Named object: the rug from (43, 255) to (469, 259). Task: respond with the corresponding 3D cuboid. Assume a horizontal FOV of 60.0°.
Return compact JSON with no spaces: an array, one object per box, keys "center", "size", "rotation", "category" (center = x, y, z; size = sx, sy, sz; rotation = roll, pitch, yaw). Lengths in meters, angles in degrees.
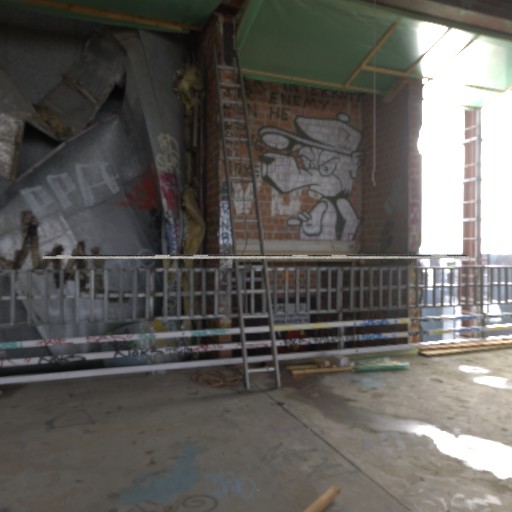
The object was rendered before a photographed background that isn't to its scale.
[{"center":[0.000,0.000,4.076],"size":[2.466,0.021,3.049],"rotation":[0,0,0],"category":"rug"}]
